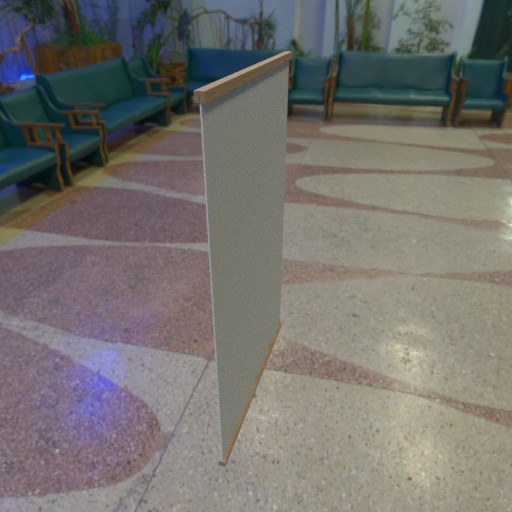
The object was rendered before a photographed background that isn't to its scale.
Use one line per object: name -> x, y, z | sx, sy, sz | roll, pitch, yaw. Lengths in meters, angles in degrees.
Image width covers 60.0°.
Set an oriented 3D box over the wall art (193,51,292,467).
wall art -> 0.000, 0.000, 1.913 | 0.030, 1.519, 0.990 | 9, 31, 15
